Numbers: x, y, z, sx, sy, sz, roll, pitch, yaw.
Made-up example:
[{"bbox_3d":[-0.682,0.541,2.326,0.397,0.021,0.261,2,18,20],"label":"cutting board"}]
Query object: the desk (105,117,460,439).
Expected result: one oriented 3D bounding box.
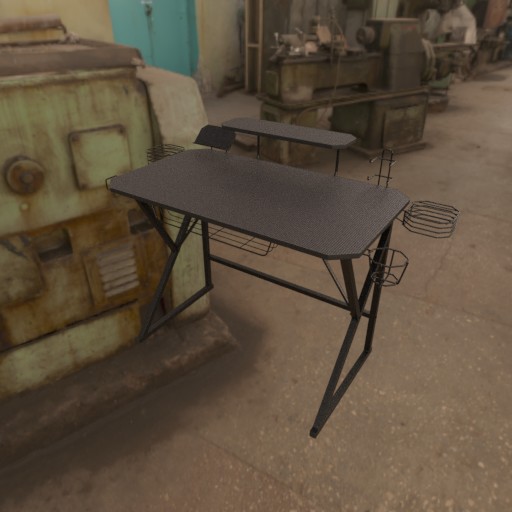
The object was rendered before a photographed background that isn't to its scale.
[{"bbox_3d":[0.000,0.000,1.704,1.290,0.880,0.580,19,35,29],"label":"desk"}]
